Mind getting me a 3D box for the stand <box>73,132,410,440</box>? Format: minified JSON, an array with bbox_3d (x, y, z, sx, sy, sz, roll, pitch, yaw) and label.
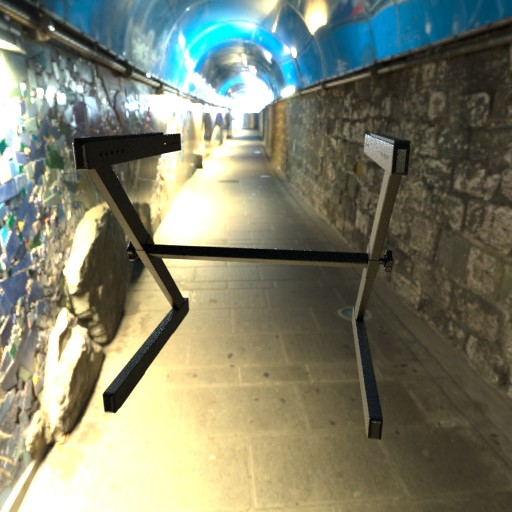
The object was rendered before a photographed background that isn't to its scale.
[{"bbox_3d":[0.000,0.000,1.165,0.700,0.617,0.586,3,17,8],"label":"stand"}]
